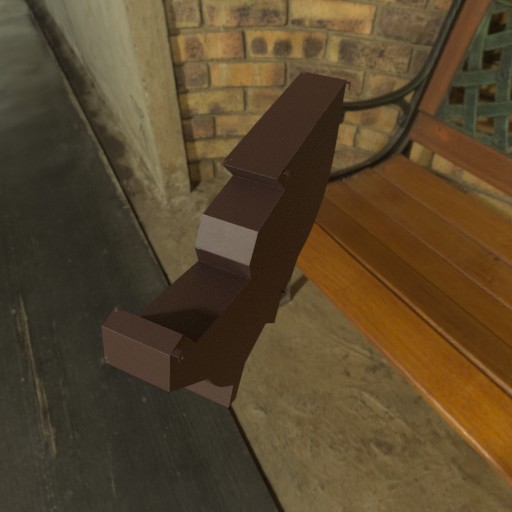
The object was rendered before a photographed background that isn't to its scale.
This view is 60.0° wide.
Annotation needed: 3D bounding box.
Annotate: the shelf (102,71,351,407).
[{"bbox_3d":[0.000,0.000,0.896,0.112,0.439,0.729,19,50,17],"label":"shelf"}]
